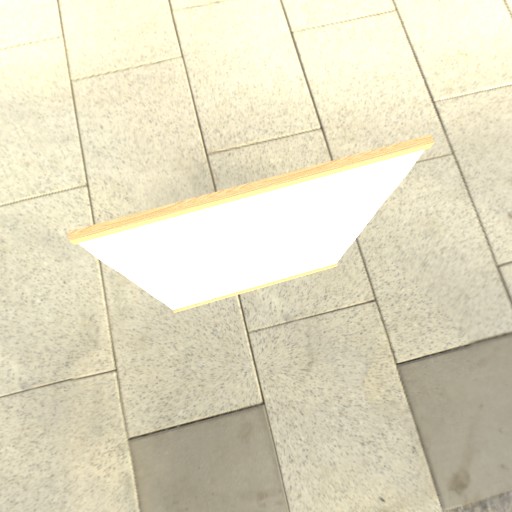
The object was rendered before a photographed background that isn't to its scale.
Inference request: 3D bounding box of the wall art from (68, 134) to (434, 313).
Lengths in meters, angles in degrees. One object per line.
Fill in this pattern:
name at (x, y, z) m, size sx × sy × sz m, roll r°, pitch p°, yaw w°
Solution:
wall art at (0.000, 0.000, 1.920) m, size 1.011 × 1.521 × 0.025 m, roll -16°, pitch 76°, yaw -4°
